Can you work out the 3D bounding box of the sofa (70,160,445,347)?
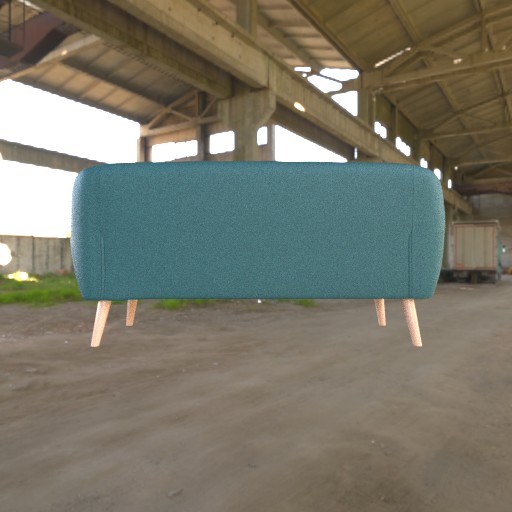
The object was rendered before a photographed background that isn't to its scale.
[{"bbox_3d":[0.000,0.000,2.323,1.840,0.836,0.820,0,0,0],"label":"sofa"}]
